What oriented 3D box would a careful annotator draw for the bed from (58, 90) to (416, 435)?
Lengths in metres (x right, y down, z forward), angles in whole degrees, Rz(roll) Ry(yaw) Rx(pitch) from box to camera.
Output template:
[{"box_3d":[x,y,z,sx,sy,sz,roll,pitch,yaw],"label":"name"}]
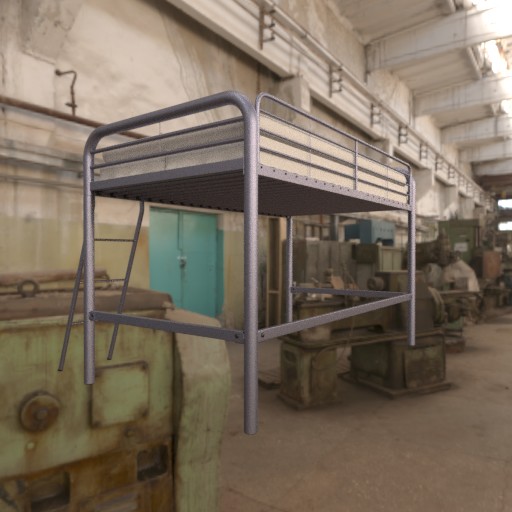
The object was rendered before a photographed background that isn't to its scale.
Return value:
[{"box_3d":[0.000,0.000,2.816,1.415,1.288,1.965,0,1,36],"label":"bed"}]
